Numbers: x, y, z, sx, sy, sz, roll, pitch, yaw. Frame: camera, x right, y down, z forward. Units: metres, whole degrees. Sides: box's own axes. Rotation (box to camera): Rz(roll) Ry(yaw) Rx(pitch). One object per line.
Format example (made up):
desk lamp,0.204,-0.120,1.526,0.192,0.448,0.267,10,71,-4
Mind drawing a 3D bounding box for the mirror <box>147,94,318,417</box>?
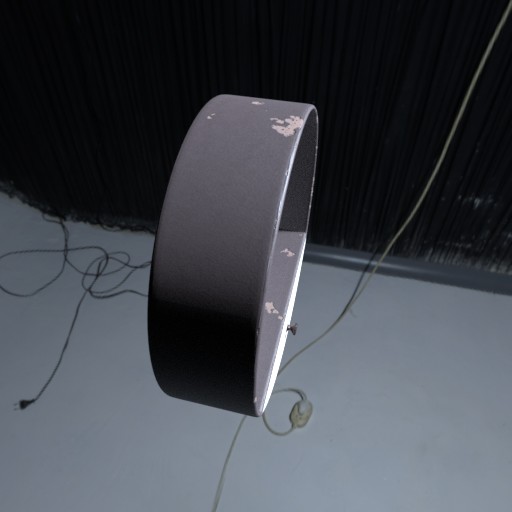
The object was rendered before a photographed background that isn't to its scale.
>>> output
mirror,0.000,0.000,0.578,0.126,0.386,0.386,10,46,10
